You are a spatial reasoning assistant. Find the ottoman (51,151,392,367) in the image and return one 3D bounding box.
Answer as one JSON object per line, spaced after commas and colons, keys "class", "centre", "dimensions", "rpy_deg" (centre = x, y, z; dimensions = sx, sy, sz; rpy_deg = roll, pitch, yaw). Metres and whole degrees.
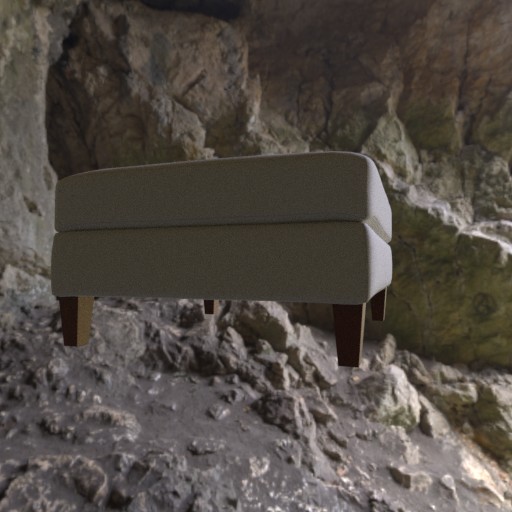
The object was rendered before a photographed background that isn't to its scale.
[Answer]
{"class": "ottoman", "centre": [0.000, 0.000, 1.474], "dimensions": [0.836, 0.492, 0.976], "rpy_deg": [-1, -2, 19]}
